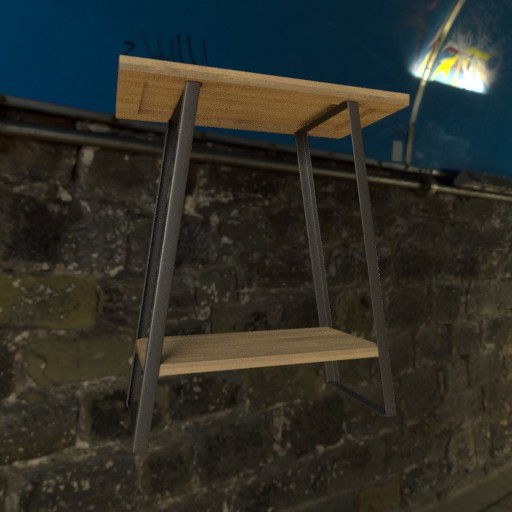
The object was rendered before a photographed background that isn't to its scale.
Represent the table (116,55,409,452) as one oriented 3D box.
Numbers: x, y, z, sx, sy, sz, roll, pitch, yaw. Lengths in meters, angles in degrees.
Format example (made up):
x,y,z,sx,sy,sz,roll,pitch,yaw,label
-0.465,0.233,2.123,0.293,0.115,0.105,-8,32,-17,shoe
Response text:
x,y,z,sx,sy,sz,roll,pitch,yaw,label
0.000,0.000,1.007,0.599,0.701,0.300,0,1,-19,table
